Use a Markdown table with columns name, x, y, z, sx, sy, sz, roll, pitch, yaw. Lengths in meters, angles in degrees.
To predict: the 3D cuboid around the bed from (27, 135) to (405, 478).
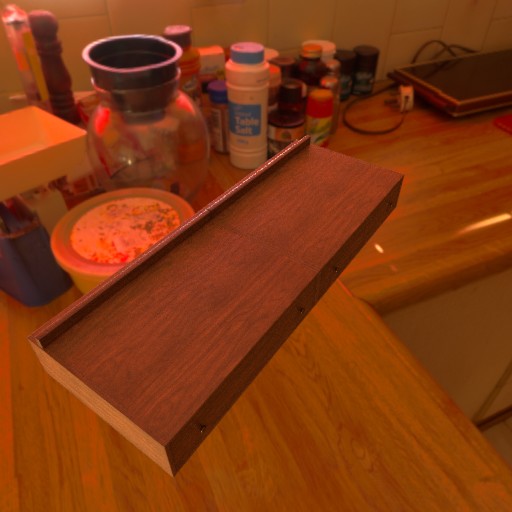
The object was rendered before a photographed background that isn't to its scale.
| name | x | y | z | sx | sy | sz | roll | pitch | yaw |
| --- | --- | --- | --- | --- | --- | --- | --- | --- | --- |
| bed | 0.000 | 0.000 | 2.300 | 0.787 | 0.326 | 2.057 | 26 | 48 | 26 |
